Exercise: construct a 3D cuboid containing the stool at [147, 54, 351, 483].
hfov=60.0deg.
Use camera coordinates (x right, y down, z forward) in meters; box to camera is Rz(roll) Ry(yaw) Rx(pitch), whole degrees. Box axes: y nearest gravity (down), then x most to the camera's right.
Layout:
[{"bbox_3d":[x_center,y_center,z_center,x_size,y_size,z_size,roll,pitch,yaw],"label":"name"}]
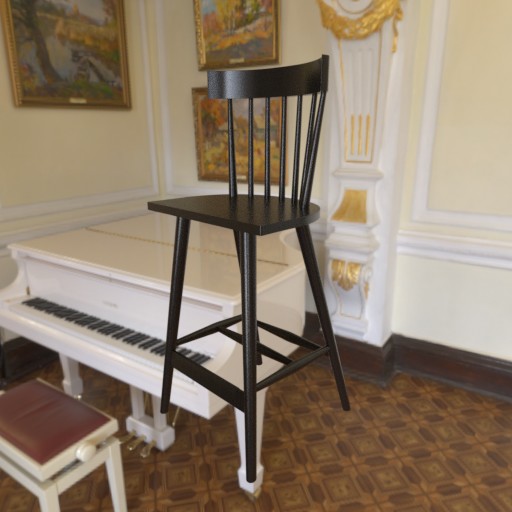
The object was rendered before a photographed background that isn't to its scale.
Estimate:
[{"bbox_3d":[0.000,0.000,1.358,0.483,1.092,0.482,-15,22,-42],"label":"stool"}]
